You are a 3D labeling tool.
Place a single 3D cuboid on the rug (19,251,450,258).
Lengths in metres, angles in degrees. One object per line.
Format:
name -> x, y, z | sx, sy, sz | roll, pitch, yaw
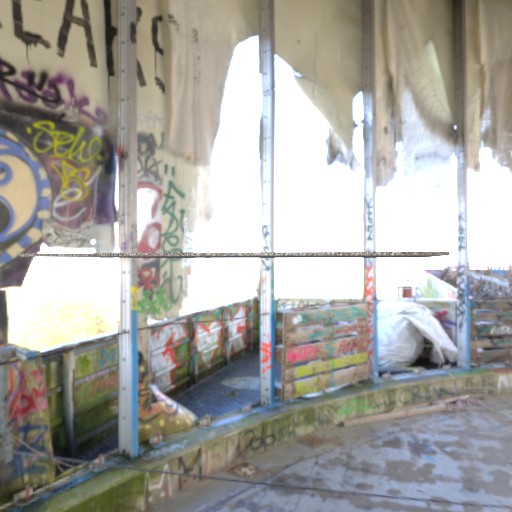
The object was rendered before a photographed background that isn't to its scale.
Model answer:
rug -> 0.000, 0.000, 4.023 | 3.000, 0.025, 2.401 | 0, -1, 18
